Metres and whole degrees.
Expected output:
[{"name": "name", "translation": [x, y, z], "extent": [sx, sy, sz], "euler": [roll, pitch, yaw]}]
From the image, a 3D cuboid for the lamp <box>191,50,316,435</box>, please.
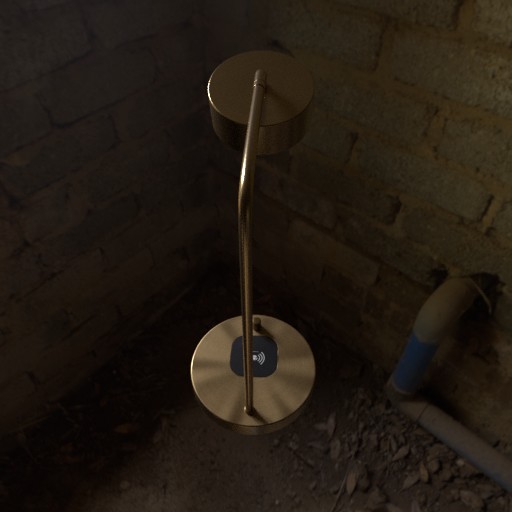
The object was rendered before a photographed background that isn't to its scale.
[{"name": "lamp", "translation": [0.000, 0.000, 0.522], "extent": [0.171, 0.380, 0.270], "euler": [3, 46, 3]}]
